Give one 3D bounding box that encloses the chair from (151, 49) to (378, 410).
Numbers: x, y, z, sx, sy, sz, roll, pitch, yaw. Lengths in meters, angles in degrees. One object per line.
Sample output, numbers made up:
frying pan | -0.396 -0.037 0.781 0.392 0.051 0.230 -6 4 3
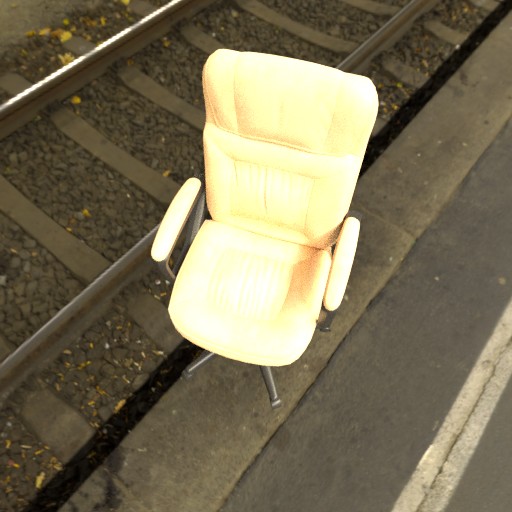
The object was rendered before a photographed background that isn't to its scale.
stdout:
chair | 0.000 0.000 1.539 0.667 1.105 0.724 15 60 9
